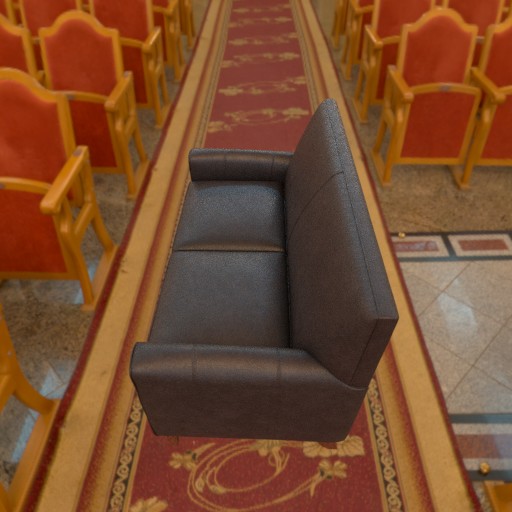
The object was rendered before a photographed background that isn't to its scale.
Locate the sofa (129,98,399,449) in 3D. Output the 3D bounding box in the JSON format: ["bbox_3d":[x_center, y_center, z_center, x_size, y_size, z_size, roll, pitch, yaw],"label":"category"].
[{"bbox_3d":[0.000,0.000,1.989,0.787,0.871,1.473,1,41,1],"label":"sofa"}]
